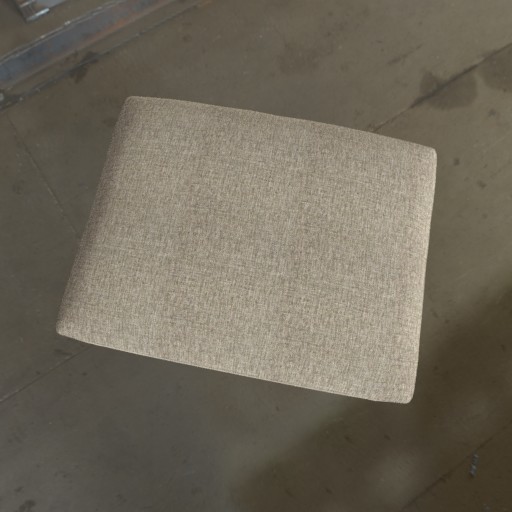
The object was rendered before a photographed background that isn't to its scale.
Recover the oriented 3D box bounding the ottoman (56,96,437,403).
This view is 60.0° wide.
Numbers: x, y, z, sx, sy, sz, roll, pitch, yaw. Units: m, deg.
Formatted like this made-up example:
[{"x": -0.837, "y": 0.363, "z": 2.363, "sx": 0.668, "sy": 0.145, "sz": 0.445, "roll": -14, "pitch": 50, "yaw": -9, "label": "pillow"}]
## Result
[{"x": 0.000, "y": 0.000, "z": 1.123, "sx": 0.741, "sy": 0.513, "sz": 0.584, "roll": 11, "pitch": 76, "yaw": 3, "label": "ottoman"}]
